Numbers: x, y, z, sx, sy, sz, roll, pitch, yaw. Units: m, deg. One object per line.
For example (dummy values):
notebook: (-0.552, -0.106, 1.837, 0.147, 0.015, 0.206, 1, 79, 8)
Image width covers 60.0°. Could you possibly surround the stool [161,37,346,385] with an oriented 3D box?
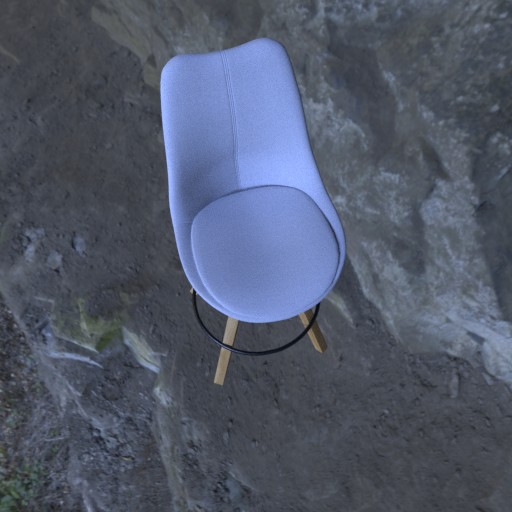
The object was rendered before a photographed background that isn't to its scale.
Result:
stool: (0.000, 0.000, 1.399, 0.484, 1.115, 0.550, -16, 63, -8)
